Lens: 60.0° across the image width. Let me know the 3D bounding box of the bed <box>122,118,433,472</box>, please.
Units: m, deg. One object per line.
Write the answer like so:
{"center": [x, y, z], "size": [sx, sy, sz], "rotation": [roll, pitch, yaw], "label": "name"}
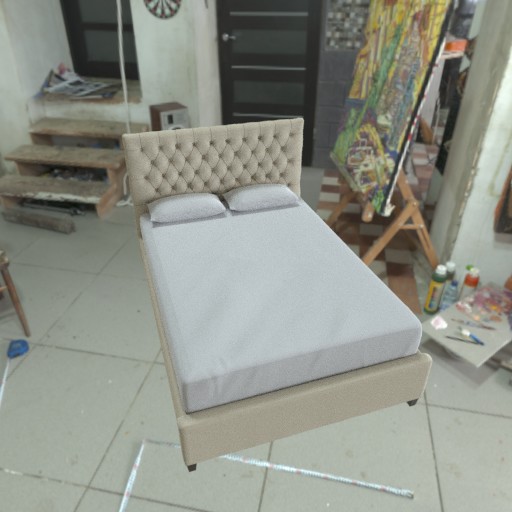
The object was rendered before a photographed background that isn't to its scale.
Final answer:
{"center": [0.000, 0.000, 3.485], "size": [1.698, 1.427, 2.387], "rotation": [-10, 34, -15], "label": "bed"}
